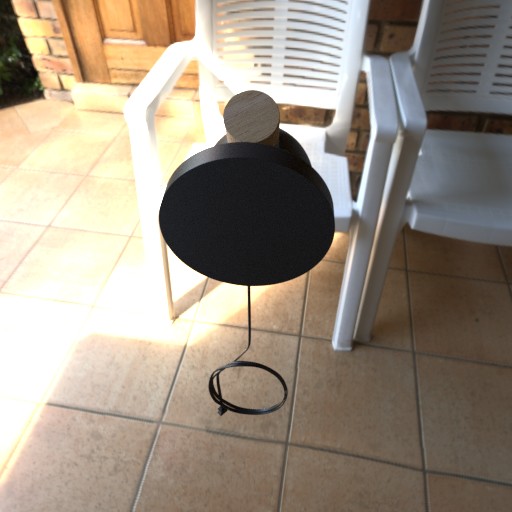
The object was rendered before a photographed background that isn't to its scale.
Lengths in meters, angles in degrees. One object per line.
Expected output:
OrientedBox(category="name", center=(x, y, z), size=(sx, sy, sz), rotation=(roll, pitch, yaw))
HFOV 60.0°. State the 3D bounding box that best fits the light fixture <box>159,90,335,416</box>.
OrientedBox(category="light fixture", center=(0.000, 0.000, 0.484), size=(0.127, 0.401, 0.203), rotation=(3, 46, 3))
